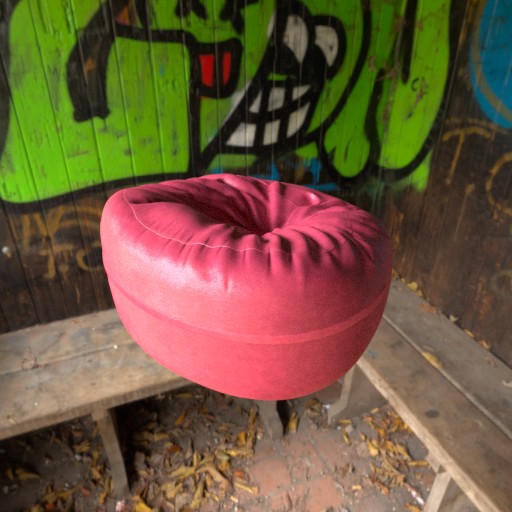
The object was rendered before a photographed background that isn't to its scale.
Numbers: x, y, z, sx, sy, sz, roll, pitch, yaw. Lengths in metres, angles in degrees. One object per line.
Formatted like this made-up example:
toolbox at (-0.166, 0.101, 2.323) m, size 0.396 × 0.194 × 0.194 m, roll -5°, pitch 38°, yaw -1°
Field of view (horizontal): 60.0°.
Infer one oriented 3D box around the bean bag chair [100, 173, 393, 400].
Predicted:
bean bag chair at (0.000, 0.000, 2.480) m, size 1.524 × 0.878 × 1.524 m, roll 22°, pitch 37°, yaw 33°
